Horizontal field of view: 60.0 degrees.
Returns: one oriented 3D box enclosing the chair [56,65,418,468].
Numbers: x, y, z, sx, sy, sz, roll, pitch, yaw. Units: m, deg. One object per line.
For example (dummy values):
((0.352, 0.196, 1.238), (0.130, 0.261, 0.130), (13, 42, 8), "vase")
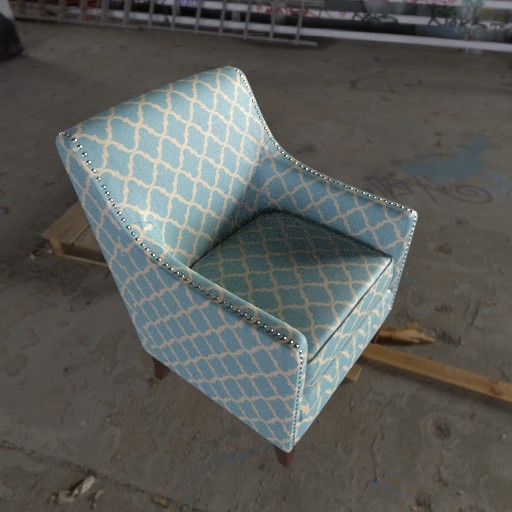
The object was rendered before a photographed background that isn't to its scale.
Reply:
((0.000, 0.000, 1.272), (0.686, 0.817, 0.617), (26, 47, 27), "chair")
